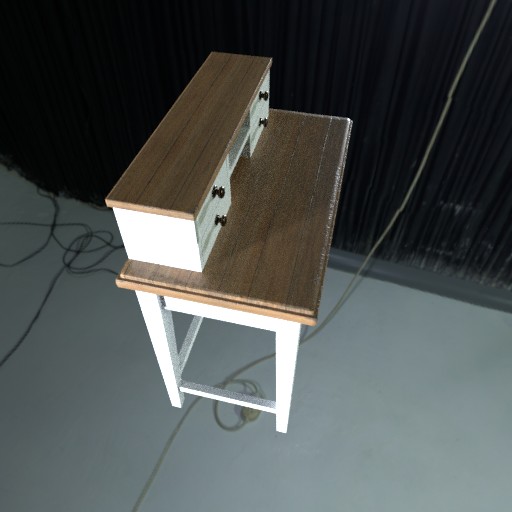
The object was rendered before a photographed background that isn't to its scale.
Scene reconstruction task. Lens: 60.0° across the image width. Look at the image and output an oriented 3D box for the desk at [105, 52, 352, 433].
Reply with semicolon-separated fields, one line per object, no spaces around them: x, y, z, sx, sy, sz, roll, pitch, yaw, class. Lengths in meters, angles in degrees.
0.000;0.000;1.452;0.462;0.981;0.814;10;48;9;desk
